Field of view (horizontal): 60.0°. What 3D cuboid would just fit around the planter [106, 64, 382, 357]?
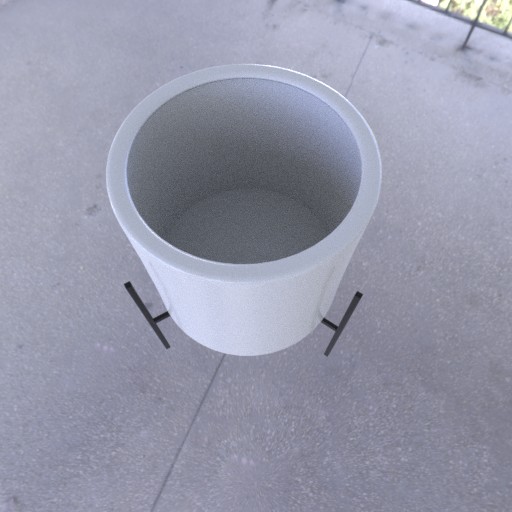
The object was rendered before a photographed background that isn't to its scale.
[{"bbox_3d":[0.000,0.000,0.735,0.361,0.480,0.360,32,67,15],"label":"planter"}]
